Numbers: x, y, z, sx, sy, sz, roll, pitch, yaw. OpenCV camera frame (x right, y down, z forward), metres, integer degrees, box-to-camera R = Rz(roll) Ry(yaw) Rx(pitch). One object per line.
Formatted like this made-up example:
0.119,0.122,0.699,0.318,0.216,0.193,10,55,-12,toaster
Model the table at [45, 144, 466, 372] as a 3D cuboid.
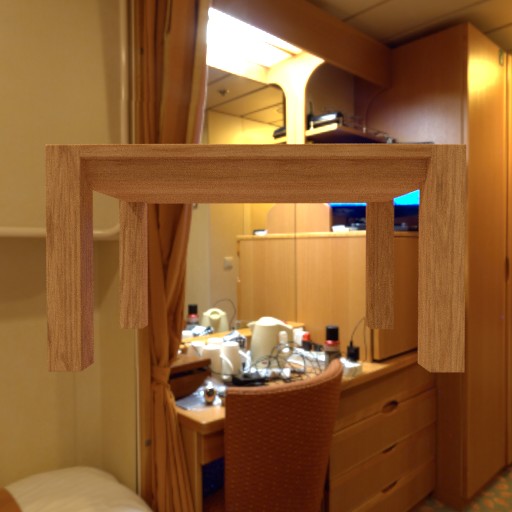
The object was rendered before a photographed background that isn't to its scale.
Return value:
0.000,0.000,1.926,1.400,0.760,0.900,0,1,0,table
